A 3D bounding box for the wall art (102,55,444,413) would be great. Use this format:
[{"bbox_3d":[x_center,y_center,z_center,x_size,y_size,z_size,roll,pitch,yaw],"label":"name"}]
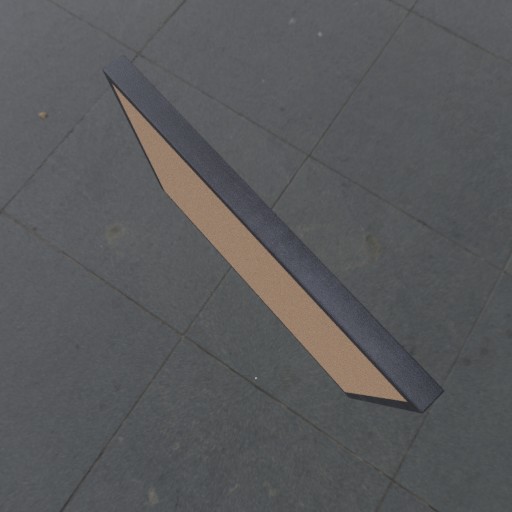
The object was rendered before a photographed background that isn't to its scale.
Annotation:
[{"bbox_3d":[0.000,0.000,0.759,0.038,0.409,0.610,-40,78,-10],"label":"wall art"}]
